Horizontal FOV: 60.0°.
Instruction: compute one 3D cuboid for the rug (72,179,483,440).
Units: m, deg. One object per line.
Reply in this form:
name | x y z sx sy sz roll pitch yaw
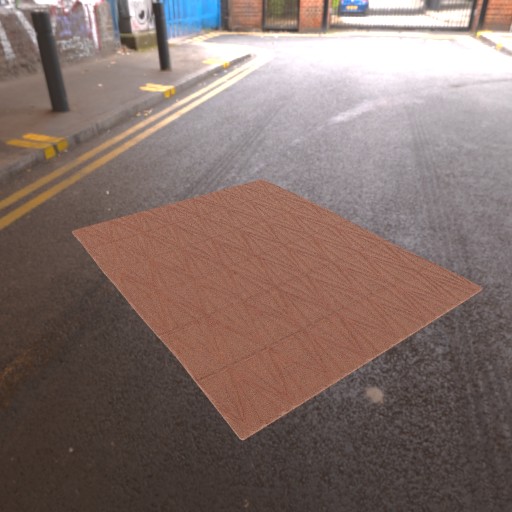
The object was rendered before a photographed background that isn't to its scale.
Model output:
rug | 0.000 0.000 4.088 2.453 0.043 3.052 -21 37 -31
